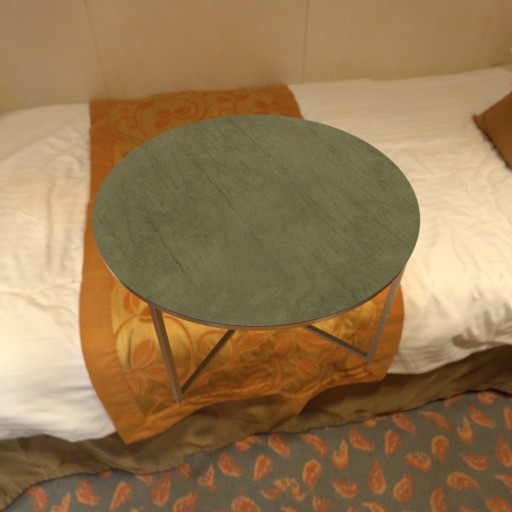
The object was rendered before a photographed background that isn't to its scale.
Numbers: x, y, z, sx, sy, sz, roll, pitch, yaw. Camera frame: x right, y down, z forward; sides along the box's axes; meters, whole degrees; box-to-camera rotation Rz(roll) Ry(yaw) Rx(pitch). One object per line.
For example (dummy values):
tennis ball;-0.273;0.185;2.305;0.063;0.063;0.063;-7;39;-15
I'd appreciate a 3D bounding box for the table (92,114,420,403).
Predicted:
table;0.000;0.000;1.276;0.800;0.450;0.800;0;46;0
